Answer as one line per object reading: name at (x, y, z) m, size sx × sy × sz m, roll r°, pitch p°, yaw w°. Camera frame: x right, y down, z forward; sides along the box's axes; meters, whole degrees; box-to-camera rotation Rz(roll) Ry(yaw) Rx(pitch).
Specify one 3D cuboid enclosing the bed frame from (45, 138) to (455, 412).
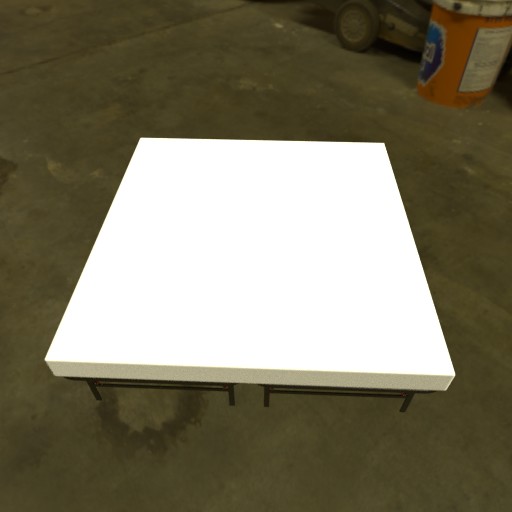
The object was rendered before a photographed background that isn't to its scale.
bed frame at (0.000, 0.000, 2.987) m, size 1.930 × 0.559 × 2.032 m, roll 2°, pitch 45°, yaw 2°
